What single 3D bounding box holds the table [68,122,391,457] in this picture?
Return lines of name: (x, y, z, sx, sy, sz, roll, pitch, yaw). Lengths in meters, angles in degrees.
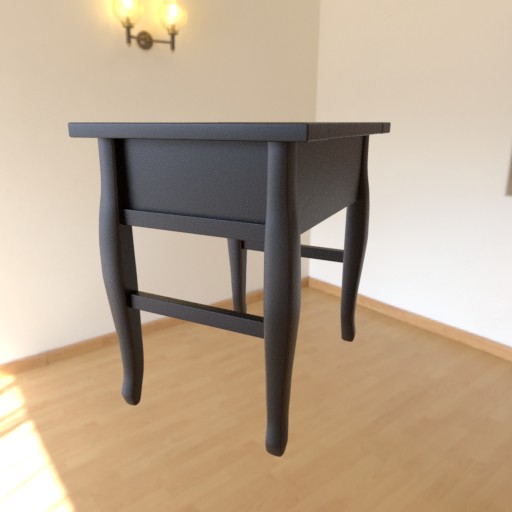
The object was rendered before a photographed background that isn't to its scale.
table: (0.000, 0.000, 1.044, 0.460, 0.604, 0.602, 8, 19, 25)
